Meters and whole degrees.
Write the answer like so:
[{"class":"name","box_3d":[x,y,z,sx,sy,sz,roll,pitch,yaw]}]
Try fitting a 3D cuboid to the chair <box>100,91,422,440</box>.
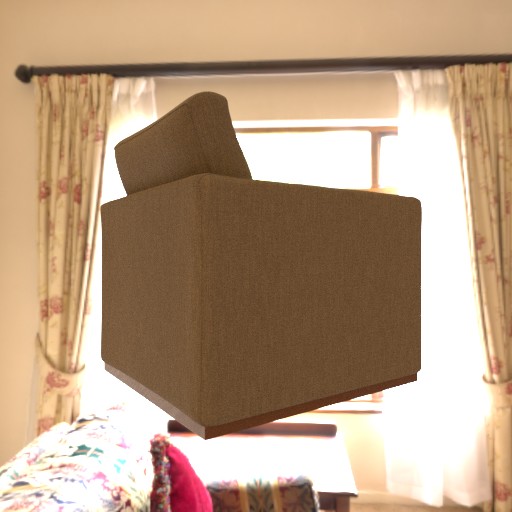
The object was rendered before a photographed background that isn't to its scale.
[{"class":"chair","box_3d":[0.000,0.000,1.502,0.834,0.811,0.763,0,0,-36]}]
